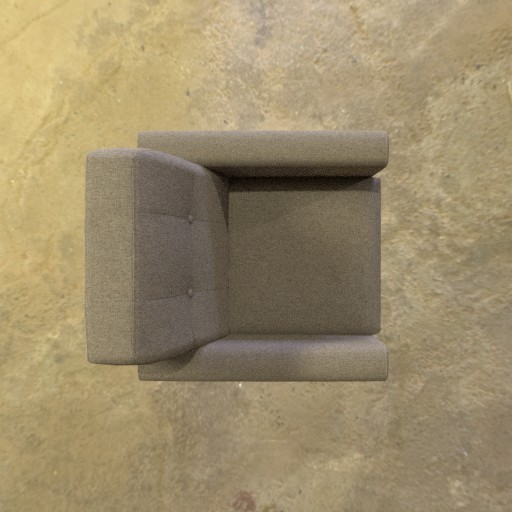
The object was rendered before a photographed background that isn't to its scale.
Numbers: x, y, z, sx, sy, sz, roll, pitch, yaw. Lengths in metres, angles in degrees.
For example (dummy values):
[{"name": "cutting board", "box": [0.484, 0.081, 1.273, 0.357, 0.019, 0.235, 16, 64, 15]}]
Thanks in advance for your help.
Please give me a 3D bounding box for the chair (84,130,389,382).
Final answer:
[{"name": "chair", "box": [0.000, 0.000, 1.564, 0.907, 0.839, 0.831, 0, 90, 1]}]
